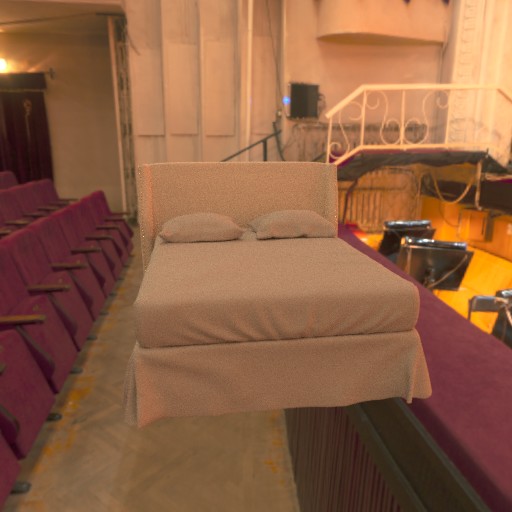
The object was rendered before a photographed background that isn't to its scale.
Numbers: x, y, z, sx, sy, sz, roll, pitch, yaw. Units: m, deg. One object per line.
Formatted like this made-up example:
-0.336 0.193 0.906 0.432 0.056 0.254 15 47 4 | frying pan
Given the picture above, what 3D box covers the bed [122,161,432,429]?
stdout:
0.000 0.000 3.414 1.925 1.332 2.276 -2 15 -8 | bed
